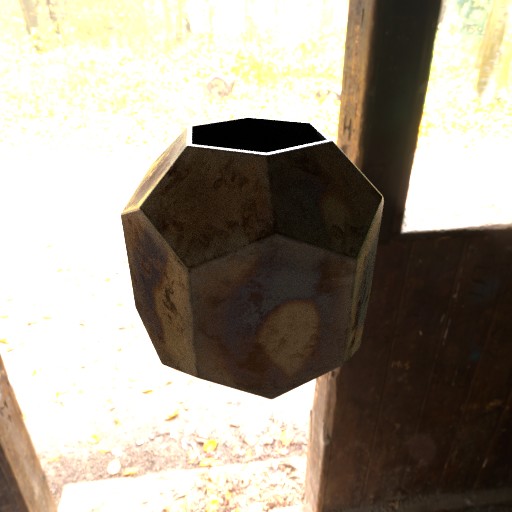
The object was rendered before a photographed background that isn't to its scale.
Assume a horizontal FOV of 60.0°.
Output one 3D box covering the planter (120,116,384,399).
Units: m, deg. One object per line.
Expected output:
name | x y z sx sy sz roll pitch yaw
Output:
planter | 0.000 0.000 0.431 0.221 0.238 0.243 -20 35 -32
